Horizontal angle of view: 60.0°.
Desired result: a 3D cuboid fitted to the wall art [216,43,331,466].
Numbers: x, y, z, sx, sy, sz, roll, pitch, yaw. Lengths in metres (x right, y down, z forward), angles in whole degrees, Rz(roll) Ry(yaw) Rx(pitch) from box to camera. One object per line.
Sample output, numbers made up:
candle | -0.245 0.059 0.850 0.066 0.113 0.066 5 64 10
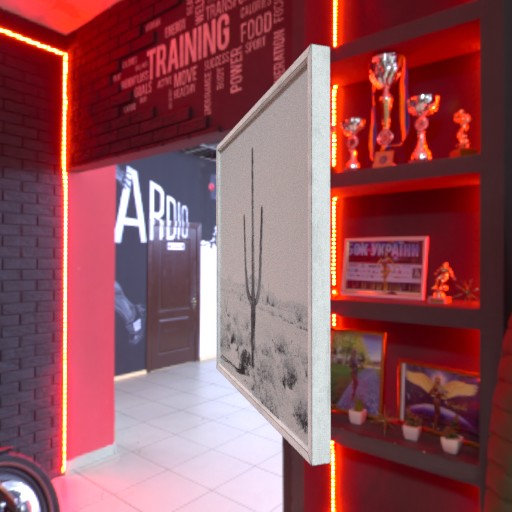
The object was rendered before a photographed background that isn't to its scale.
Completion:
wall art | 0.000 0.000 1.167 0.038 0.762 0.762 0 -1 -18
